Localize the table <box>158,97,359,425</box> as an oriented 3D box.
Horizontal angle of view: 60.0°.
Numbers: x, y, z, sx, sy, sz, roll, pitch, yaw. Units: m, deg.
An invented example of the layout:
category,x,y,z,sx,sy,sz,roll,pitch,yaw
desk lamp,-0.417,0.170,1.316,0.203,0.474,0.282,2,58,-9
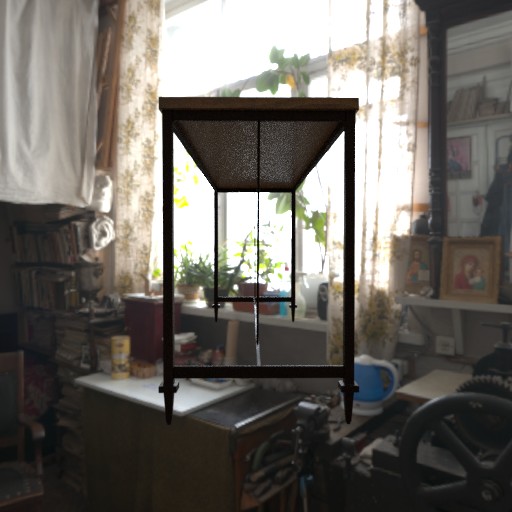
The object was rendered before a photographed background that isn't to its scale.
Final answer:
category,x,y,z,sx,sy,sz,roll,pitch,yaw
table,0.000,0.000,2.056,0.551,0.902,1.700,0,1,-1
